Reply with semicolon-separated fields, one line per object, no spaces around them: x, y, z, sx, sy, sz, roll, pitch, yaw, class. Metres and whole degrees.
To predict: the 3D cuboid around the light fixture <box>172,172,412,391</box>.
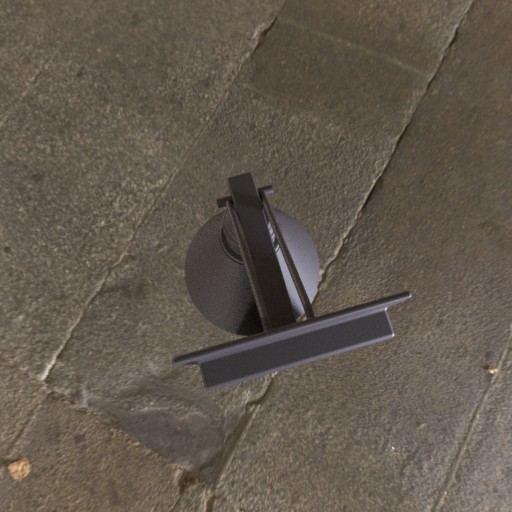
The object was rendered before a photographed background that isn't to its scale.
0.000;0.000;0.421;0.170;0.298;0.207;-15;77;-4;light fixture
